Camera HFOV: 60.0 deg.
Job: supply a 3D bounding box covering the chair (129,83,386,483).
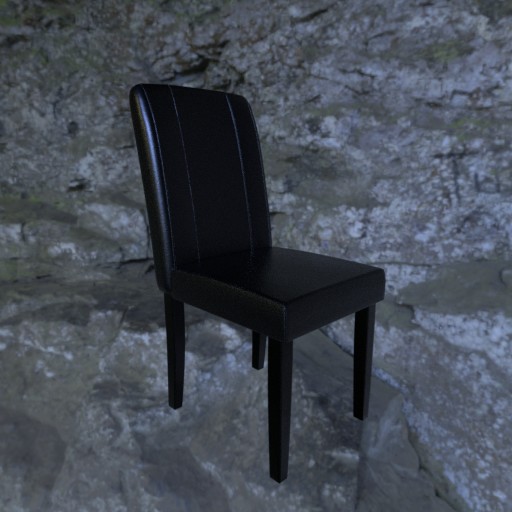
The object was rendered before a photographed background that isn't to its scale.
[{"bbox_3d":[0.000,0.000,1.185,0.399,0.897,0.556,-13,18,-43],"label":"chair"}]
